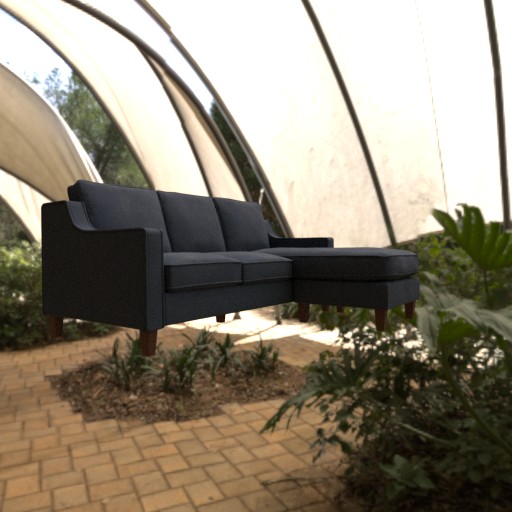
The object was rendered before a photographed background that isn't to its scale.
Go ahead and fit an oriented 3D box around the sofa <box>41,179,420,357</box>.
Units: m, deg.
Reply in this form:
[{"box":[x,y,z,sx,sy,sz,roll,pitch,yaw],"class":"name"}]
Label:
[{"box":[0.000,0.000,3.341,1.858,1.066,2.317,1,1,35],"class":"sofa"}]
